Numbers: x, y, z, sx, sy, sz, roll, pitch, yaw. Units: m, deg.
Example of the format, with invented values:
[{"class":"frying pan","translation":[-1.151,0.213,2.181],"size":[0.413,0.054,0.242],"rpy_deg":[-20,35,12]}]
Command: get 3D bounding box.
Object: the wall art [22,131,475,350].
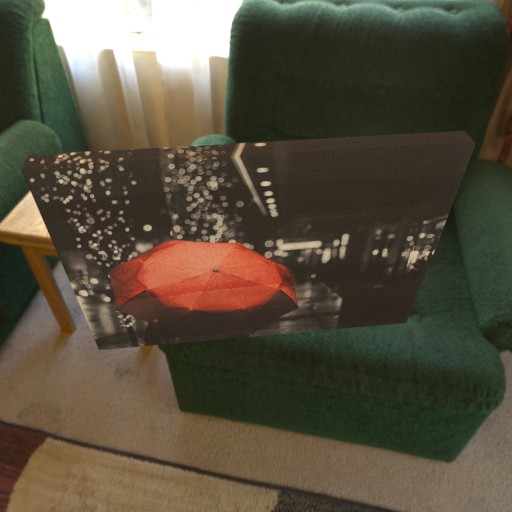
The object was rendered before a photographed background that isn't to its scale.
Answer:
[{"class":"wall art","translation":[0.000,0.000,0.743],"size":[0.609,0.406,0.037],"rpy_deg":[-4,44,-4]}]
